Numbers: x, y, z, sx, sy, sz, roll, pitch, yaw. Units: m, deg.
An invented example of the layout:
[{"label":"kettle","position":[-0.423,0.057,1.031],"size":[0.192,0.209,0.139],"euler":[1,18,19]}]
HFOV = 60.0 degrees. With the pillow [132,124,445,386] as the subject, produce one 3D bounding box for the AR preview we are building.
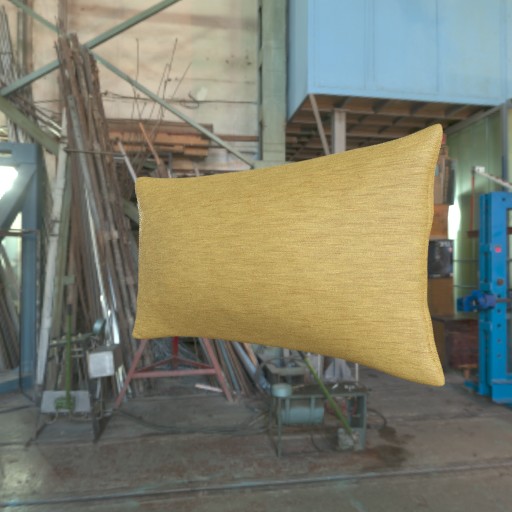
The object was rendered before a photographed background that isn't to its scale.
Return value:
[{"label":"pillow","position":[0.000,0.000,0.785],"size":[0.634,0.354,0.210],"euler":[0,-1,36]}]
